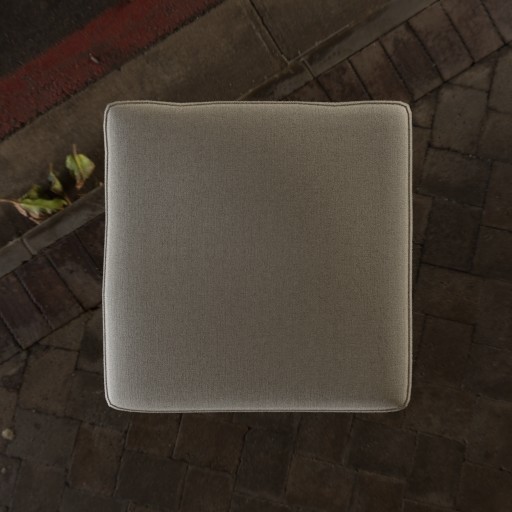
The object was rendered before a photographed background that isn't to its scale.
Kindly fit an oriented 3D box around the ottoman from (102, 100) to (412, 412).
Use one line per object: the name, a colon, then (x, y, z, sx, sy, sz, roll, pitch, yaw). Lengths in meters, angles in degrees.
ottoman: (0.000, 0.000, 1.355, 0.838, 0.478, 0.838, 0, 90, 0)
